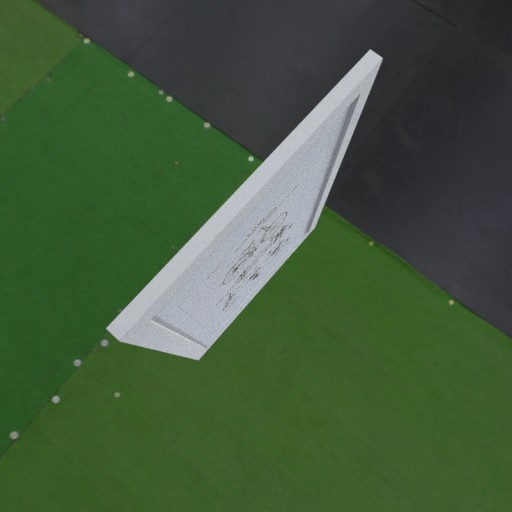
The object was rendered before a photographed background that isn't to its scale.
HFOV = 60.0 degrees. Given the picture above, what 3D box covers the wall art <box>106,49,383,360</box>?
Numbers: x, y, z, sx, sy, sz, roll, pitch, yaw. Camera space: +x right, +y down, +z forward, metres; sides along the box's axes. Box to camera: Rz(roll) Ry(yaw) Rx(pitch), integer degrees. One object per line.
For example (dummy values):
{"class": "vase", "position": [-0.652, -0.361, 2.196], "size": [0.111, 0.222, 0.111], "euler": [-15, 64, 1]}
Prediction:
{"class": "wall art", "position": [0.000, 0.000, 0.598], "size": [0.015, 0.477, 0.332], "euler": [40, 79, 10]}
